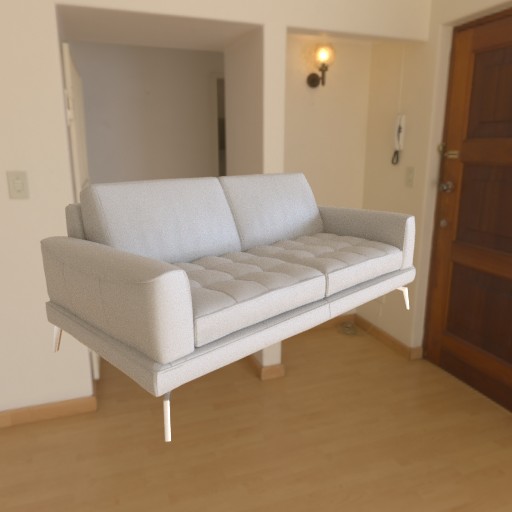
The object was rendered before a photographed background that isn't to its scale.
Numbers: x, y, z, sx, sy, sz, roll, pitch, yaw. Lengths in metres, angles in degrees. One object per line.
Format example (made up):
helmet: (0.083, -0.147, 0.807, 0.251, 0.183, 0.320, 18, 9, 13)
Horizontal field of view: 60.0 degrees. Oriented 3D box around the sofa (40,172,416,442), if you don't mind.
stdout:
sofa: (0.000, 0.000, 2.700, 1.121, 0.930, 2.177, 13, 19, 43)
